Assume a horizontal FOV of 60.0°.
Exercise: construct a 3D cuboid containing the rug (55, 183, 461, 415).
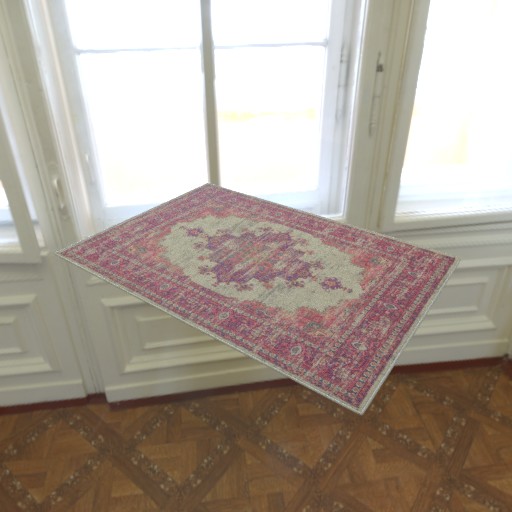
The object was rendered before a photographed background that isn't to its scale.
[{"bbox_3d":[0.000,0.000,3.803,2.878,0.014,2.005,21,37,30],"label":"rug"}]
